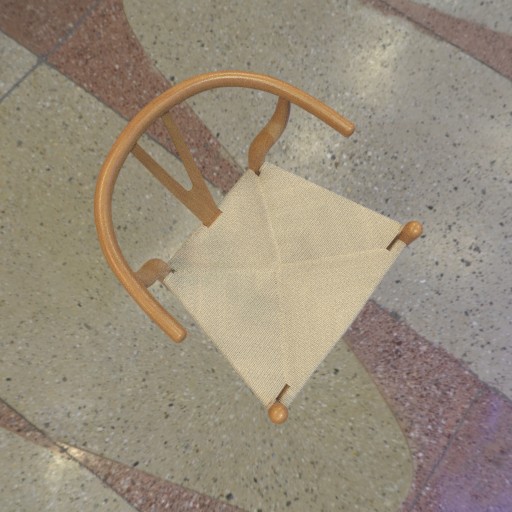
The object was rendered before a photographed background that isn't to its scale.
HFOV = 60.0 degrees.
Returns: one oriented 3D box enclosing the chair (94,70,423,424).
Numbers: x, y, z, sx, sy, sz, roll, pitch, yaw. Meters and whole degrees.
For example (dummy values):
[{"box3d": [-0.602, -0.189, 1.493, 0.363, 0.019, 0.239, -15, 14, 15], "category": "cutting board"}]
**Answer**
[{"box3d": [0.000, 0.000, 1.131, 0.579, 0.730, 0.569, 37, 78, 9], "category": "chair"}]
